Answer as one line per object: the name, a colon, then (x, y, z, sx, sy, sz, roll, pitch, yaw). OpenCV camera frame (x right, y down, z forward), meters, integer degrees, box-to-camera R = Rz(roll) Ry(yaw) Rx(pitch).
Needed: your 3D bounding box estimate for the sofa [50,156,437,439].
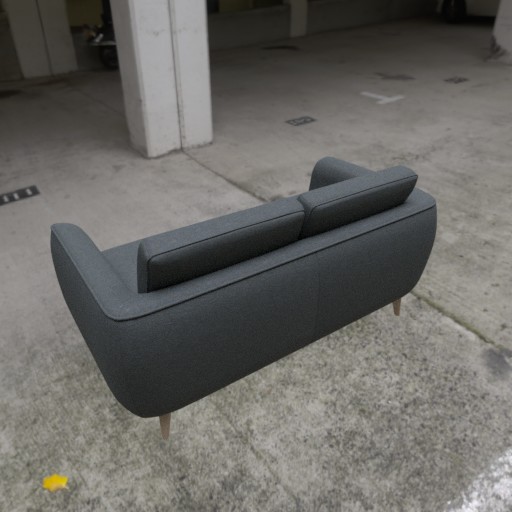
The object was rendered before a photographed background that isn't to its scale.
sofa: (0.000, 0.000, 2.169, 1.700, 0.850, 0.920, -19, 36, -29)
